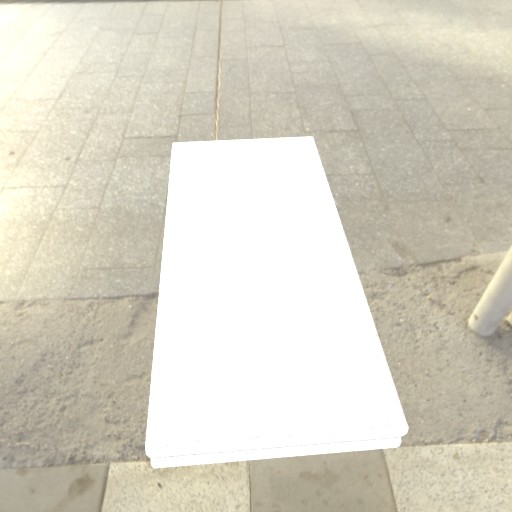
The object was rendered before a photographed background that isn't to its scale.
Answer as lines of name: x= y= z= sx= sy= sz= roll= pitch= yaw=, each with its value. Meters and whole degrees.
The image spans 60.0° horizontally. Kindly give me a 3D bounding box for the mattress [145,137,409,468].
mattress: x=0.000 y=0.000 z=2.207 sx=0.900 sy=0.200 sz=1.900 roll=-3 pitch=46 yaw=-3
